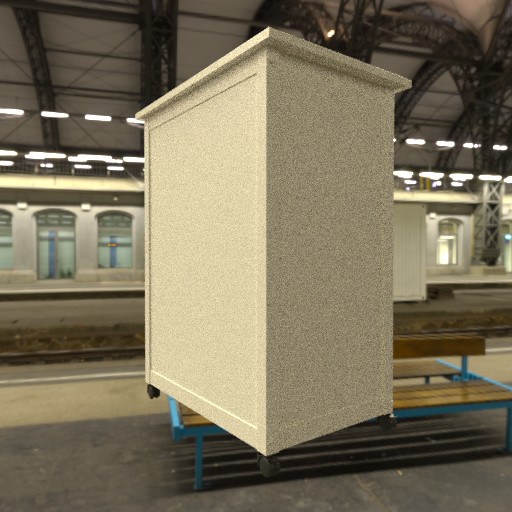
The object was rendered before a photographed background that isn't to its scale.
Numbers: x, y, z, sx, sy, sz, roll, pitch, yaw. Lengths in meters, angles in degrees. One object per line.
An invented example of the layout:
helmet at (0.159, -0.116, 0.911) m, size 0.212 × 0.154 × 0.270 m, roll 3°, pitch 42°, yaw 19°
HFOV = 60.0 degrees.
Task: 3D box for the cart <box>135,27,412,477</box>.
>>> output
cart at (0.000, 0.000, 1.235) m, size 0.442 × 0.864 × 0.683 m, roll -1°, pitch 1°, yaw -36°
